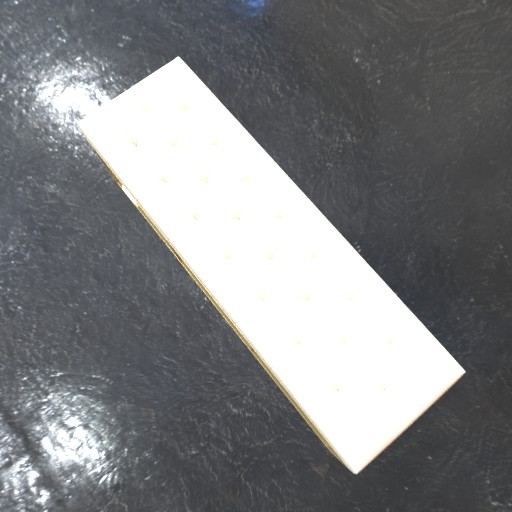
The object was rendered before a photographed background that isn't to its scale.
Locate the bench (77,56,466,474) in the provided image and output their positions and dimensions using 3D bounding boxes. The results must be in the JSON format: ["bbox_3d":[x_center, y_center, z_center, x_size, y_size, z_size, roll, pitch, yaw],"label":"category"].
[{"bbox_3d":[0.000,0.000,1.665,0.457,0.484,1.473,-38,78,-10],"label":"bench"}]
